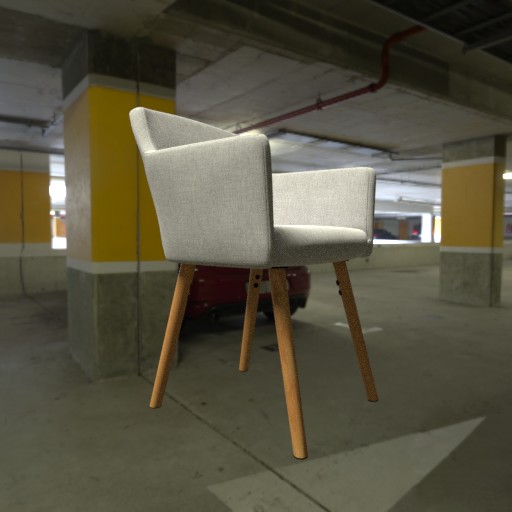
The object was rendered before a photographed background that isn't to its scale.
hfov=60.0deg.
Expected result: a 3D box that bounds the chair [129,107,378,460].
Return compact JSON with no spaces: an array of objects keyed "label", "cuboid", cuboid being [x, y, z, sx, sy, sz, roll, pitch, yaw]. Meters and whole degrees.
[{"label":"chair","cuboid":[0.000,0.000,1.180,0.540,0.780,0.570,2,4,36]}]
